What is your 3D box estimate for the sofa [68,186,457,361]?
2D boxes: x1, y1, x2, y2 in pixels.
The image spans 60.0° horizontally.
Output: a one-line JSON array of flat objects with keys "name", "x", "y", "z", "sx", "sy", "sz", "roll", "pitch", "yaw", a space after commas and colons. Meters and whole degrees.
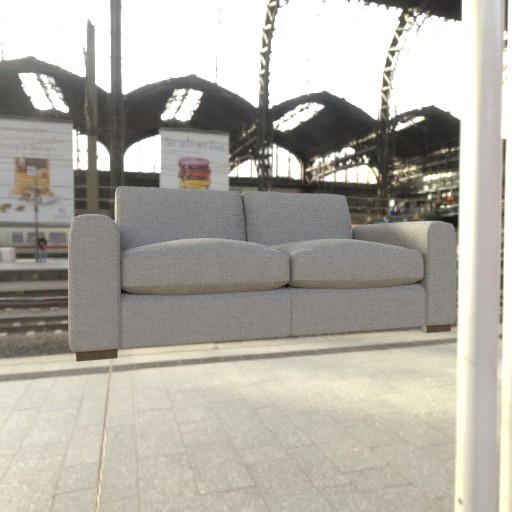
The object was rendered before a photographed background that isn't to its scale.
[{"name": "sofa", "x": 0.000, "y": 0.000, "z": 2.512, "sx": 1.920, "sy": 0.800, "sz": 1.069, "roll": -1, "pitch": 2, "yaw": -19}]
